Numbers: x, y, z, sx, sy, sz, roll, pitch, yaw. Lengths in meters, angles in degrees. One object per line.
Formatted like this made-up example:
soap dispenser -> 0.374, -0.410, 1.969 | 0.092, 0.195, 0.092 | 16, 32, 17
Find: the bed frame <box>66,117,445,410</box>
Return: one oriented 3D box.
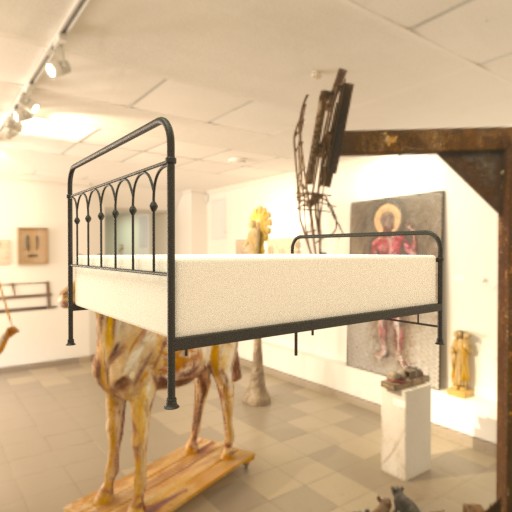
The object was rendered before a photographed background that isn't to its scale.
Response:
bed frame -> 0.000, 0.000, 3.192 | 2.203, 1.276, 1.664 | -1, 1, -37
